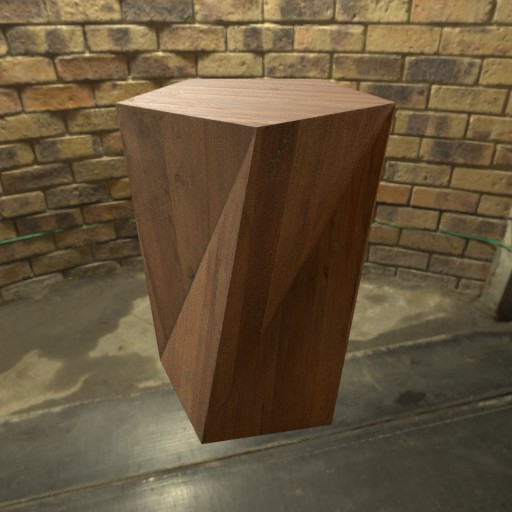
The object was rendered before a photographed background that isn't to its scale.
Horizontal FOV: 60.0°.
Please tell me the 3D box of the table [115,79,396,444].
[{"bbox_3d":[0.000,0.000,0.870,0.425,0.604,0.441,21,35,32],"label":"table"}]
